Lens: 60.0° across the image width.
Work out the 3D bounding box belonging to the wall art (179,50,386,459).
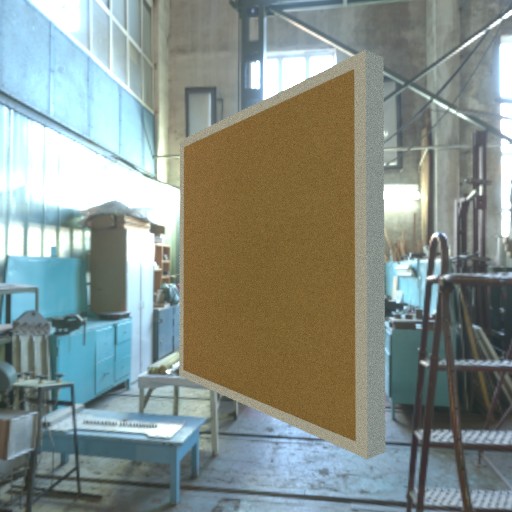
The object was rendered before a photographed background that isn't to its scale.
[{"bbox_3d":[0.000,0.000,0.763,0.035,0.507,0.508,1,-1,-36],"label":"wall art"}]
